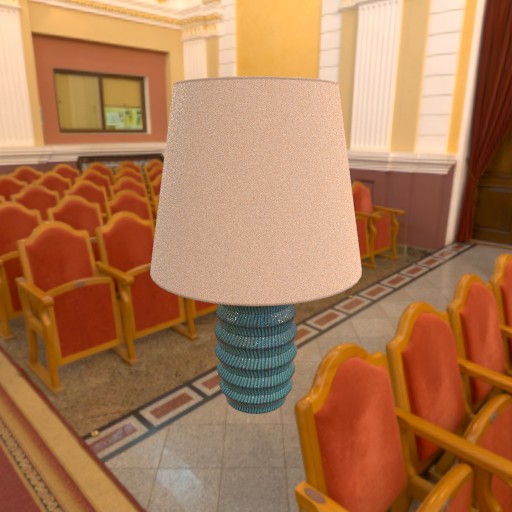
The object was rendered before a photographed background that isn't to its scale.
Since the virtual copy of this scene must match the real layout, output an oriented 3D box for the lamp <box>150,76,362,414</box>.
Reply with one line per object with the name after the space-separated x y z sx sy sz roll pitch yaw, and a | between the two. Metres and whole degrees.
0.000 0.000 0.543 0.254 0.392 0.254 0 16 0 | lamp
